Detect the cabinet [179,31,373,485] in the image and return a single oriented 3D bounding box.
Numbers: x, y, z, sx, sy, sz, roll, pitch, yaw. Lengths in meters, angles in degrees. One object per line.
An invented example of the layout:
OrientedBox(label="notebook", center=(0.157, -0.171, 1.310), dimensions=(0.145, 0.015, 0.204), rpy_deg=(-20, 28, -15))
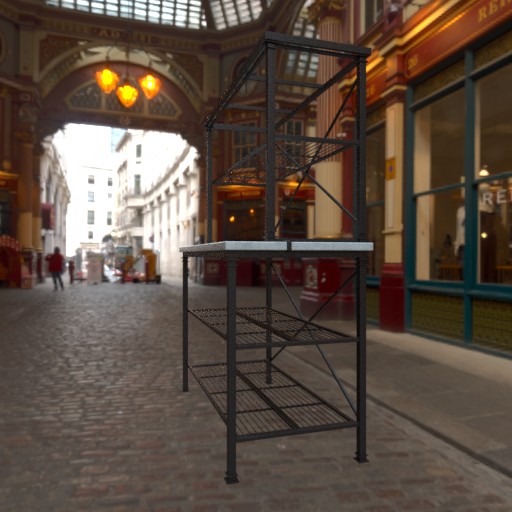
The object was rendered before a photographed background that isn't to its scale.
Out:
OrientedBox(label="cabinet", center=(0.000, 0.000, 2.245), dimensions=(0.610, 1.659, 1.210), rpy_deg=(0, 0, -18))
